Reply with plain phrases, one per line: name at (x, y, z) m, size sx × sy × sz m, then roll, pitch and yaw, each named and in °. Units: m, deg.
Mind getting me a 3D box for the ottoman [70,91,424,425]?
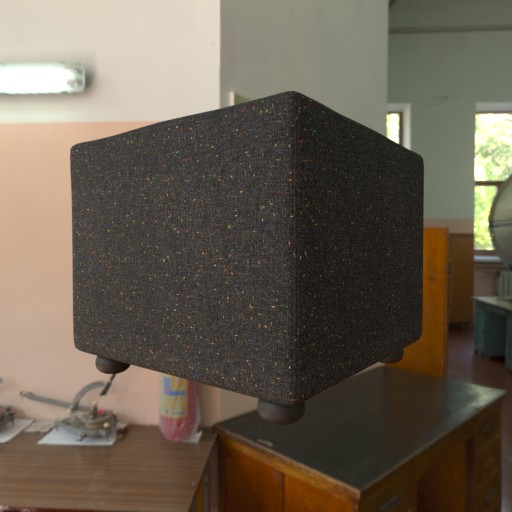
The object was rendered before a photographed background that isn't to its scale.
ottoman at (0.000, 0.000, 0.862) m, size 0.508 × 0.432 × 0.508 m, roll 1°, pitch 2°, yaw 38°
